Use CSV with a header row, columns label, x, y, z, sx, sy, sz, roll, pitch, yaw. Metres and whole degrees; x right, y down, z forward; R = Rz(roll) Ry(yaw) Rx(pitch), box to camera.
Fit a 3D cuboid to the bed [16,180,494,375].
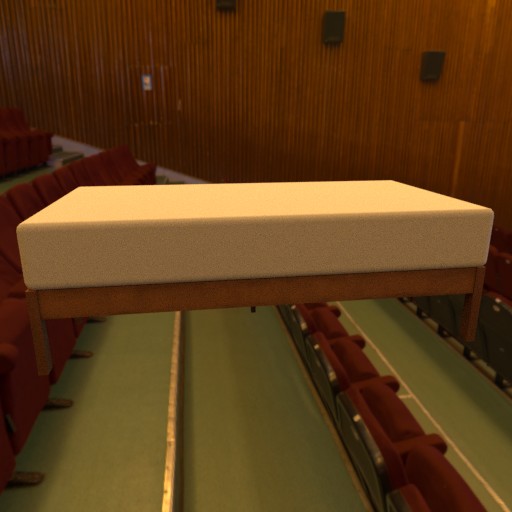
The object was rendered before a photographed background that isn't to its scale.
label,x,y,z,sx,sy,sz,roll,pitch,yaw
bed,0.000,0.000,2.266,1.902,0.616,0.961,-3,17,-8
